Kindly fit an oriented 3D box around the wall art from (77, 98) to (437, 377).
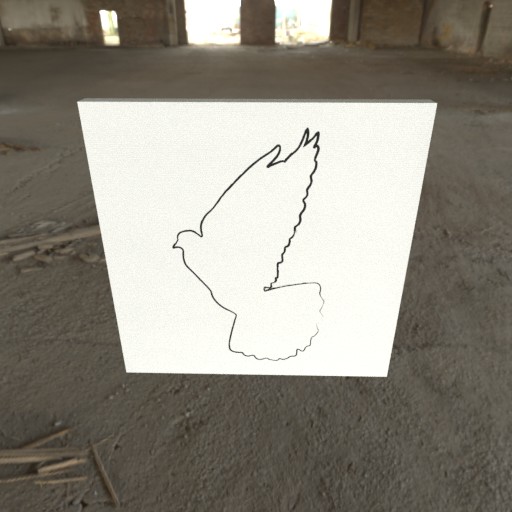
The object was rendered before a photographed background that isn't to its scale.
[{"bbox_3d":[0.000,0.000,0.910,0.610,0.610,0.038,1,28,1],"label":"wall art"}]
